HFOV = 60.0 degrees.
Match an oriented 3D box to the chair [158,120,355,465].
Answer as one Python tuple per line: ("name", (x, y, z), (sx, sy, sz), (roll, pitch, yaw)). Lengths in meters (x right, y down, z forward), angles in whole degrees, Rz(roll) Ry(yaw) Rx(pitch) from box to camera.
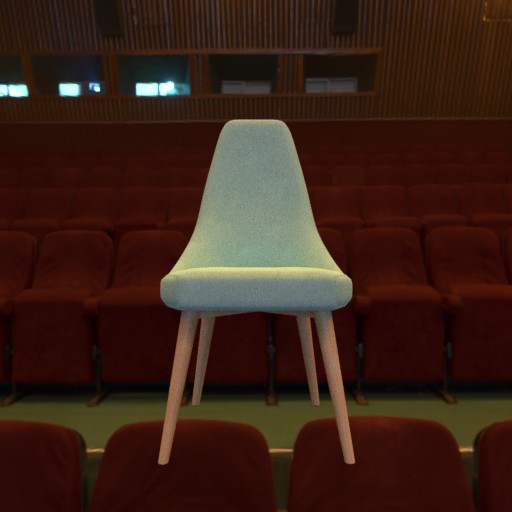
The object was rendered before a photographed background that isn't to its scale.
("chair", (0.000, 0.000, 1.390), (0.510, 1.040, 0.660), (0, 0, 0))
